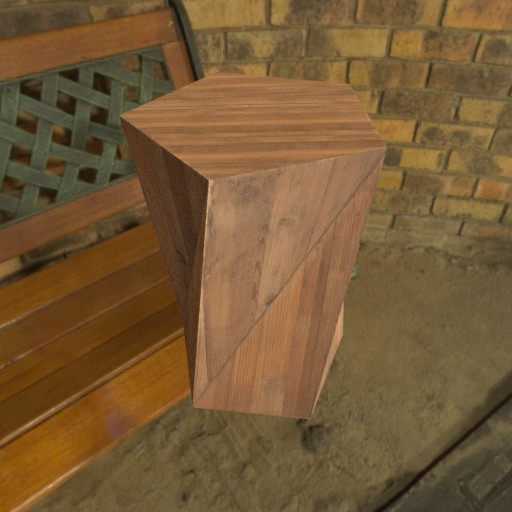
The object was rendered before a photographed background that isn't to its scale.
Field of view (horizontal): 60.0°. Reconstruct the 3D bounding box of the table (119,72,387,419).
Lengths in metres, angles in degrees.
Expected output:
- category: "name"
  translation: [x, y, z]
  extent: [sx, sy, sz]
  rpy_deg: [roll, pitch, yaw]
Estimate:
- category: "table"
  translation: [0.000, 0.000, 0.910]
  extent: [0.425, 0.604, 0.441]
  rpy_deg: [11, 41, 13]
